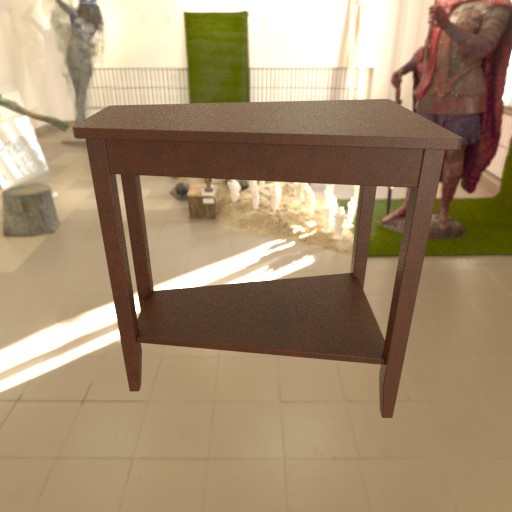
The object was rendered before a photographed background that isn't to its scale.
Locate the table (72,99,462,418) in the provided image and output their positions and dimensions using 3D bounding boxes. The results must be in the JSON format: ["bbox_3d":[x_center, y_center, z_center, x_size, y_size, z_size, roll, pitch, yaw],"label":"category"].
[{"bbox_3d":[0.000,0.000,0.956,0.605,0.589,0.399,0,27,-1],"label":"table"}]
